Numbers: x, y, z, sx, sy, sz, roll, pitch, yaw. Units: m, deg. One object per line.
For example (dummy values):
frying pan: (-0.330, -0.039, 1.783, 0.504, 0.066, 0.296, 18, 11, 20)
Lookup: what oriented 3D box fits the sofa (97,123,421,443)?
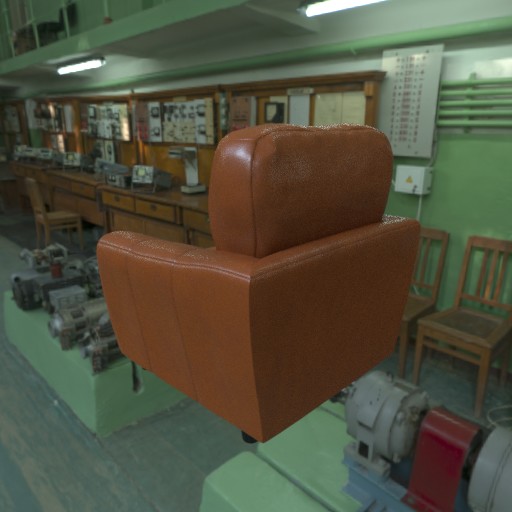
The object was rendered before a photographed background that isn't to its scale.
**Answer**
sofa: (0.000, 0.000, 1.526, 0.836, 0.876, 0.789, -16, 23, -42)
